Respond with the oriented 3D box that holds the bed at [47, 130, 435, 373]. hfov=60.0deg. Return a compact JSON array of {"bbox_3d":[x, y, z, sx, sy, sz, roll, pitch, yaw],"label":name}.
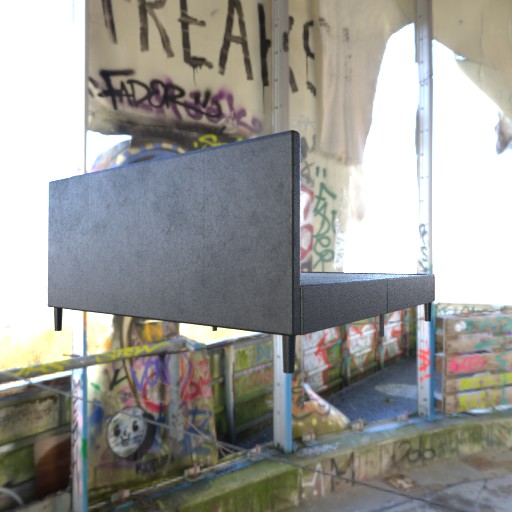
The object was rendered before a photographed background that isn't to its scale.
[{"bbox_3d":[0.000,0.000,3.333,2.018,1.046,2.152,-1,-1,37],"label":"bed"}]
